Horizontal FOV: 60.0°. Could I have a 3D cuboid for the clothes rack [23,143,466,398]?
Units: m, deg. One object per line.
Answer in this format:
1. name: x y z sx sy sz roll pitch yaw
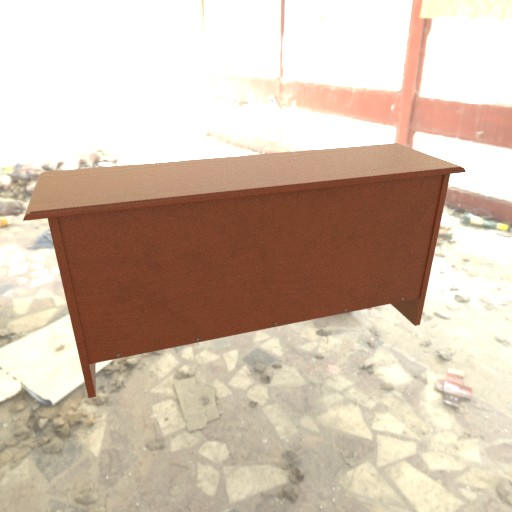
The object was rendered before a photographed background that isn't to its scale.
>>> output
1. clothes rack: 0.000 0.000 1.476 1.251 0.594 0.362 -9 28 -16
